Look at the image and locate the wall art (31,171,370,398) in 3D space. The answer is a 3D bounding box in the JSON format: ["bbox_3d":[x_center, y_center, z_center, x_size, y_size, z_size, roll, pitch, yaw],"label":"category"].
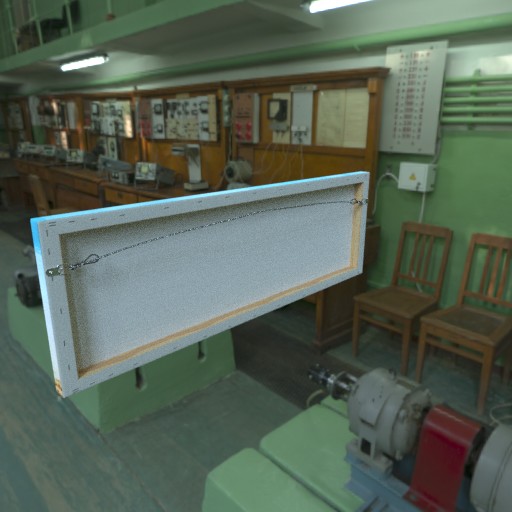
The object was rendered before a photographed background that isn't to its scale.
[{"bbox_3d":[0.000,0.000,0.837,0.759,0.254,0.044,-16,23,-42],"label":"wall art"}]
